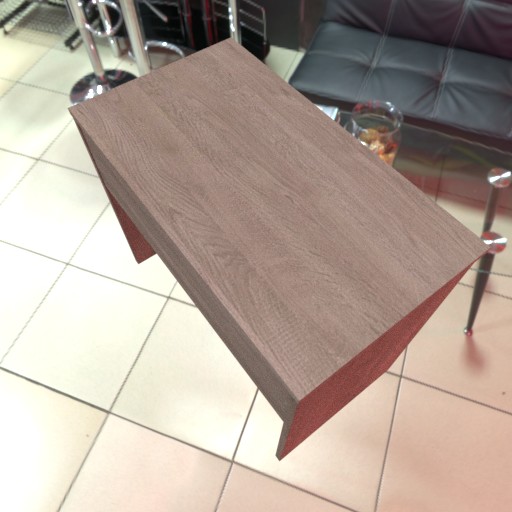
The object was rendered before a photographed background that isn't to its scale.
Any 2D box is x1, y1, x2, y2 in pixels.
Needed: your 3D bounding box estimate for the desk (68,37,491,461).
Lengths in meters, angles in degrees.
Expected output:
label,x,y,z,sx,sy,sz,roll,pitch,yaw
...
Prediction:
label,x,y,z,sx,sy,sz,roll,pitch,yaw
desk,0.000,0.000,1.297,0.498,0.724,0.893,-33,63,-19
